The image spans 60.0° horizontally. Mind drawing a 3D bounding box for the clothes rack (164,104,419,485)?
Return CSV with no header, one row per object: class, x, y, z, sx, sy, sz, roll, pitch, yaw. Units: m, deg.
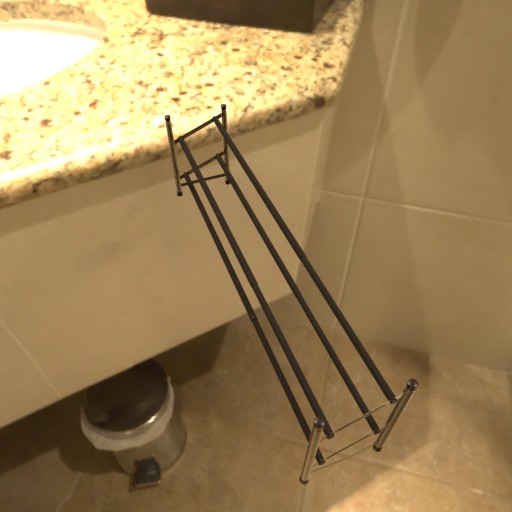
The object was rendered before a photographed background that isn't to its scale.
clothes rack,0.000,0.000,1.323,0.229,0.349,1.168,-16,50,-14
